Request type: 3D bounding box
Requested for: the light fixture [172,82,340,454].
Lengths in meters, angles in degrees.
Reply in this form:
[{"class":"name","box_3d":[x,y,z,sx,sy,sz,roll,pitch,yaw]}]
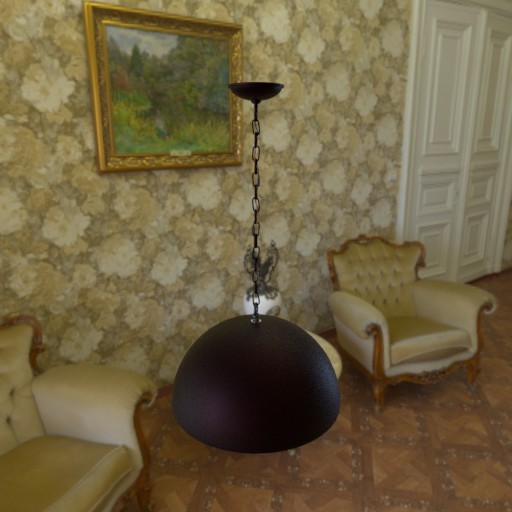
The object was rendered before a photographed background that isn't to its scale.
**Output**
[{"class":"light fixture","box_3d":[0.000,0.000,1.204,0.492,0.869,0.492,2,15,9]}]
